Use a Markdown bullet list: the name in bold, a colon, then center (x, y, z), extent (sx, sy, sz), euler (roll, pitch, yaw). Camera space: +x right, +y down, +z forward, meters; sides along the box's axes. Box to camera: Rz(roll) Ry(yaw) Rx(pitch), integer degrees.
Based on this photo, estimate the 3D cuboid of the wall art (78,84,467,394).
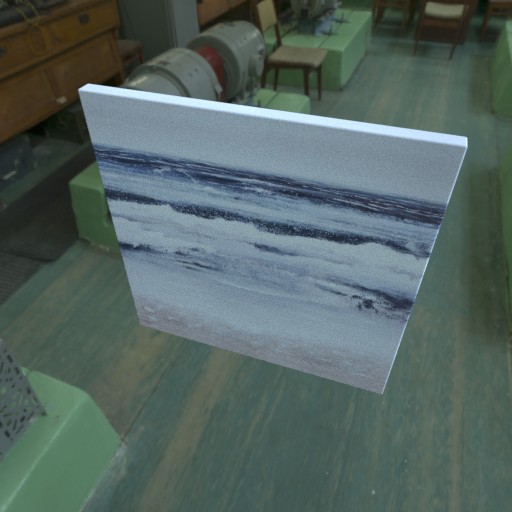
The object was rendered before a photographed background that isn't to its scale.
- **wall art**: center (0.000, 0.000, 1.086), extent (0.755, 0.747, 0.065), euler (13, 43, 14)
